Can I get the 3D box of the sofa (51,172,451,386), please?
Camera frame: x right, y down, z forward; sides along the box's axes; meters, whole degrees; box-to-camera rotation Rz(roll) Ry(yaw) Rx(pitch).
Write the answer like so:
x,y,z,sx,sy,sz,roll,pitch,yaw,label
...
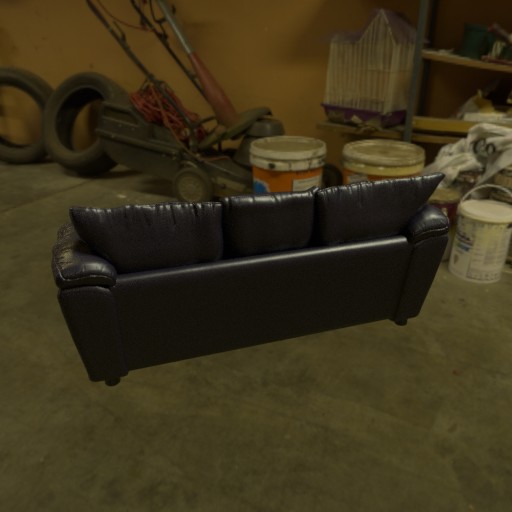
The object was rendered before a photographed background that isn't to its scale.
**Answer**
x,y,z,sx,sy,sz,roll,pitch,yaw,label
0.000,0.000,2.834,2.336,1.073,0.880,-8,27,-16,sofa
